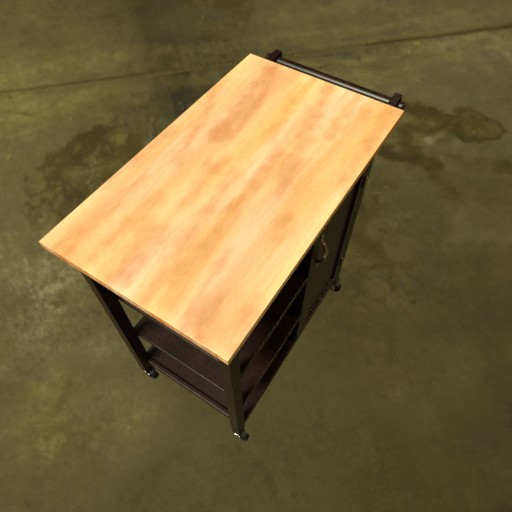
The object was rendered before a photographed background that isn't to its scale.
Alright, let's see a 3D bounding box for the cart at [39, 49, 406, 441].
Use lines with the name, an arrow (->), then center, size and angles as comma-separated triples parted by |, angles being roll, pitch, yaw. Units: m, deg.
cart -> 0.000, 0.000, 1.410 | 0.472, 0.878, 0.914 | 28, 61, 18
